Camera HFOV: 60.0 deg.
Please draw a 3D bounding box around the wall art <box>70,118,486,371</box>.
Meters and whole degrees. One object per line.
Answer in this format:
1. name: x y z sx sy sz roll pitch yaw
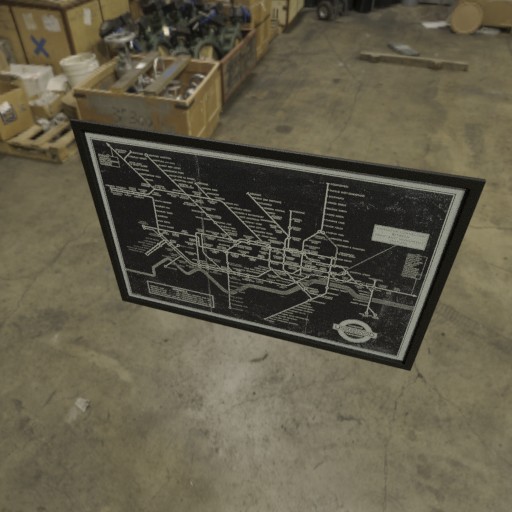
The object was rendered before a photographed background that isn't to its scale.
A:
1. wall art: 0.000 0.000 1.497 1.192 0.811 0.013 12 43 13
